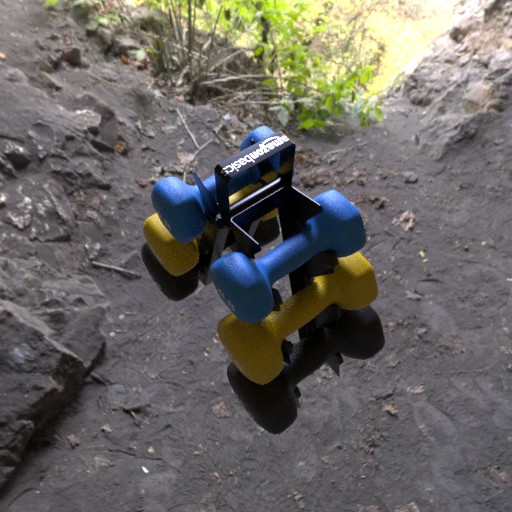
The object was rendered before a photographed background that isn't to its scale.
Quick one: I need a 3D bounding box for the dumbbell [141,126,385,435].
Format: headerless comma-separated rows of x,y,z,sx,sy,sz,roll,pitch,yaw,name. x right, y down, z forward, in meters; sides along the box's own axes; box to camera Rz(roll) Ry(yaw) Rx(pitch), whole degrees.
0.000,0.000,0.662,0.255,0.426,0.409,-33,64,-18,dumbbell
